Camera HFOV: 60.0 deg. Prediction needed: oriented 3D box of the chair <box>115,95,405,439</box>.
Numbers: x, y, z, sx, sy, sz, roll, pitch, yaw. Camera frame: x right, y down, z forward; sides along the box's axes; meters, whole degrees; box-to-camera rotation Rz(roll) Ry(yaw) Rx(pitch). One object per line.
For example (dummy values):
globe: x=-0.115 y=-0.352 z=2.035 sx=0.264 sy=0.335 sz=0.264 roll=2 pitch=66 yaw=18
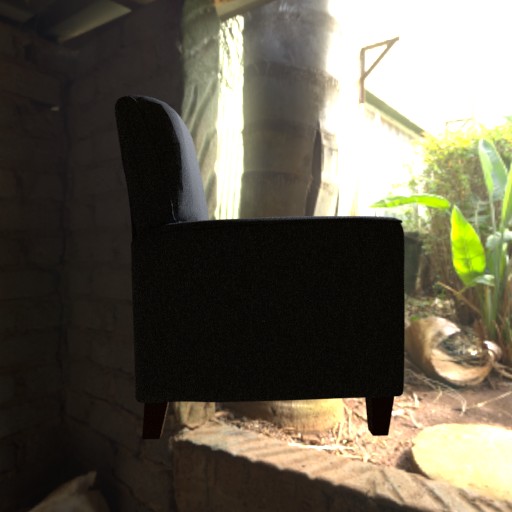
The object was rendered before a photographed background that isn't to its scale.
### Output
chair: x=0.000 y=0.000 z=1.611 sx=0.850 sy=1.016 sz=0.839 roll=0 pitch=1 yaw=-2
